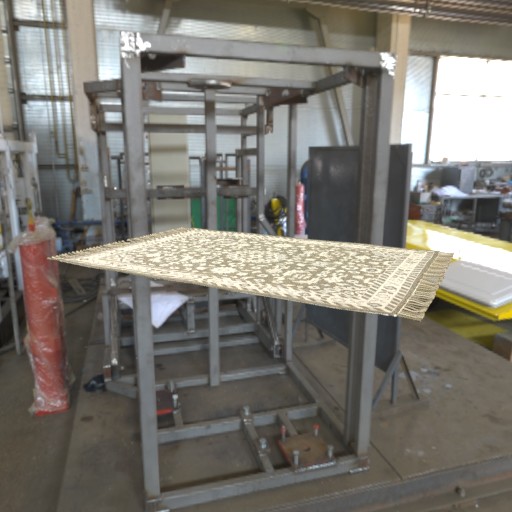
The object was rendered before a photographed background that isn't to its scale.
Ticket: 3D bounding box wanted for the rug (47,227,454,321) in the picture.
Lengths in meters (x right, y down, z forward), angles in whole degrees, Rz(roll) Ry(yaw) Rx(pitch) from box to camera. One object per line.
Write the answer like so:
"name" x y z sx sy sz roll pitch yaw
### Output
"rug" 0.000 0.000 3.088 2.431 0.025 1.530 7 15 28
